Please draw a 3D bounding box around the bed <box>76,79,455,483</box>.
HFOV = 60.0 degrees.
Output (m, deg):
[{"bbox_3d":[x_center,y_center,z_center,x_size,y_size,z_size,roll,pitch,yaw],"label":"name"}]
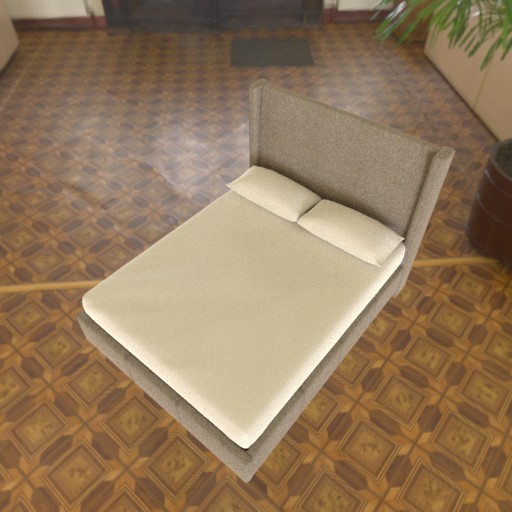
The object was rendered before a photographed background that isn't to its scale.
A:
[{"bbox_3d":[0.000,0.000,3.343,1.714,1.481,2.245,31,54,26],"label":"bed"}]
